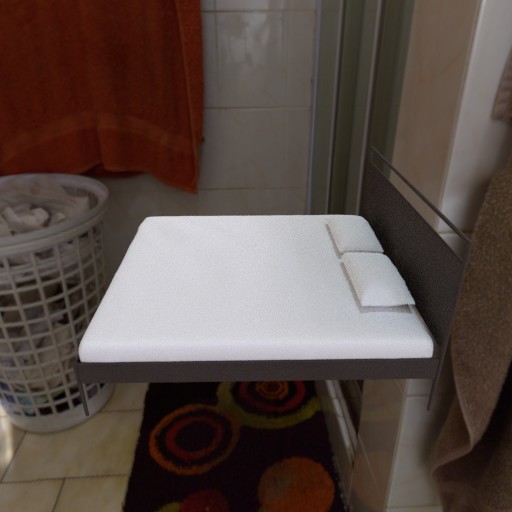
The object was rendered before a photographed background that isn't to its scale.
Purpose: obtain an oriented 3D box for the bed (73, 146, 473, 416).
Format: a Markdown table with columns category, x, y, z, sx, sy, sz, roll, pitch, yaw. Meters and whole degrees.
| category | x | y | z | sx | sy | sz | roll | pitch | yaw |
| --- | --- | --- | --- | --- | --- | --- | --- | --- | --- |
| bed | 0.000 | 0.000 | 3.361 | 2.151 | 1.173 | 1.993 | -1 | 28 | -1 |
